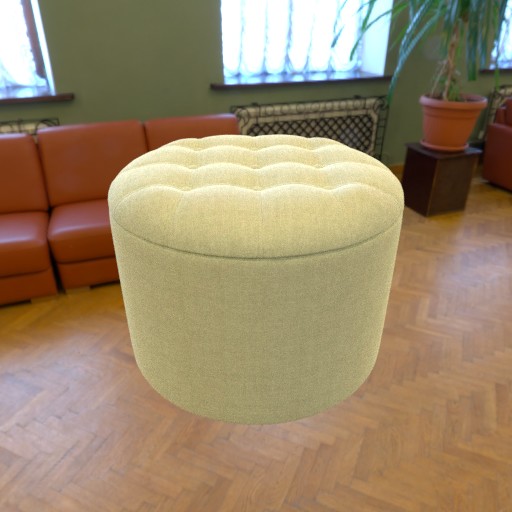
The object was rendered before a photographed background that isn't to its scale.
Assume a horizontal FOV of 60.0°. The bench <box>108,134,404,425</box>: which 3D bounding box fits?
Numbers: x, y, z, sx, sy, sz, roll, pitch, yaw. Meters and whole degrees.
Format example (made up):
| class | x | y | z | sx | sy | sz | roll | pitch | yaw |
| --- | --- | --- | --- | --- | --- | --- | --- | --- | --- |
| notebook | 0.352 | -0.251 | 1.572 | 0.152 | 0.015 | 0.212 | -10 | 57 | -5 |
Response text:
| class | x | y | z | sx | sy | sz | roll | pitch | yaw |
| --- | --- | --- | --- | --- | --- | --- | --- | --- | --- |
| bench | 0.000 | 0.000 | 1.010 | 0.600 | 0.453 | 0.600 | 0 | 29 | 0 |
